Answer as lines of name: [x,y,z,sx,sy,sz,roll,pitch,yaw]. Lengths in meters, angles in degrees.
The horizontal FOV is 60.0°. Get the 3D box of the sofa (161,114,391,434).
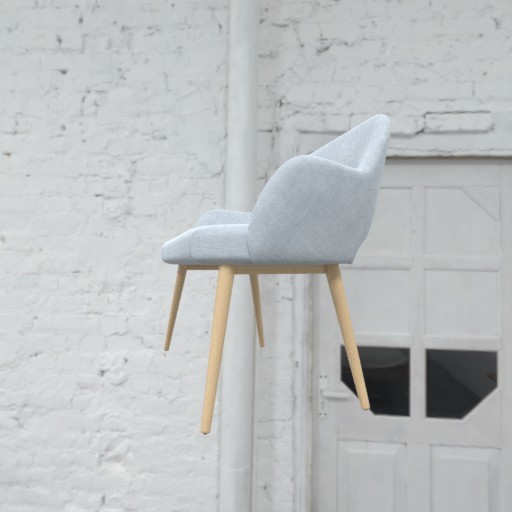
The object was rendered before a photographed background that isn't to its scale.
sofa: [0.000,0.000,1.591,0.610,0.840,1.150,0,-1,-16]
